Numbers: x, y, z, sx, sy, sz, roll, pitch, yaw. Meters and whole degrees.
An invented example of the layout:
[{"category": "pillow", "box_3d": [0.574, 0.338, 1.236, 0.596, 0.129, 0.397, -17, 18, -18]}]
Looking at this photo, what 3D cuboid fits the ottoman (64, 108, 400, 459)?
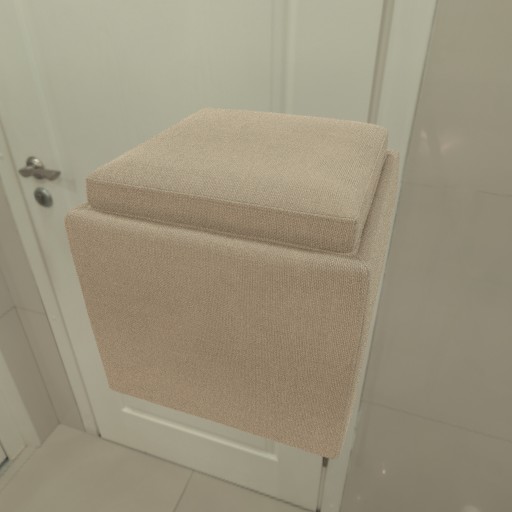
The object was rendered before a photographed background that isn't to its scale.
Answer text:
[{"category": "ottoman", "box_3d": [0.000, 0.000, 0.825, 0.451, 0.460, 0.450, 11, 34, 16]}]
